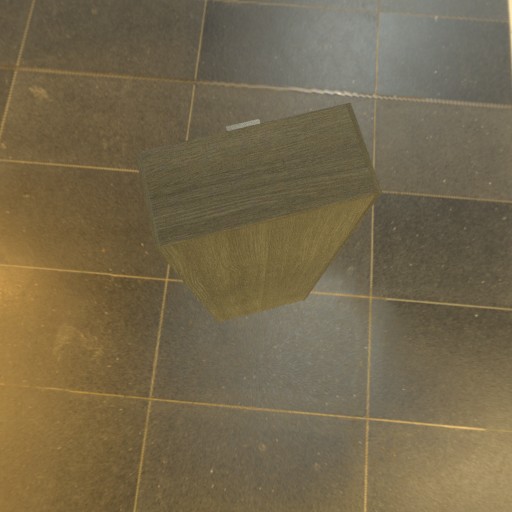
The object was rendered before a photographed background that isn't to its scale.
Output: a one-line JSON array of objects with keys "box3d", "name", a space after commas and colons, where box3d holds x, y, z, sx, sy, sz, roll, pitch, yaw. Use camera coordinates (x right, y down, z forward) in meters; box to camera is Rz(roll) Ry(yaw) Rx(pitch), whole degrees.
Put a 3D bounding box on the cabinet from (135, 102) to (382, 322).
[{"box3d": [0.000, 0.000, 1.799, 0.520, 1.630, 0.255, -14, 76, -4], "name": "cabinet"}]
